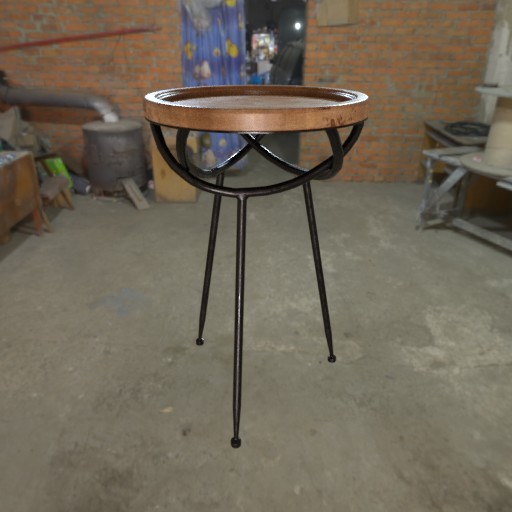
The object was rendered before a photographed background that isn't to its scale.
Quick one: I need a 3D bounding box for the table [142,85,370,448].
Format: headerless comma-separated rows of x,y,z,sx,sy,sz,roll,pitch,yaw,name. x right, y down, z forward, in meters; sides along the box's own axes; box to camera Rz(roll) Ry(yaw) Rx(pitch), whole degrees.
0.000,0.000,0.962,0.414,0.664,0.418,-17,31,-31,table
